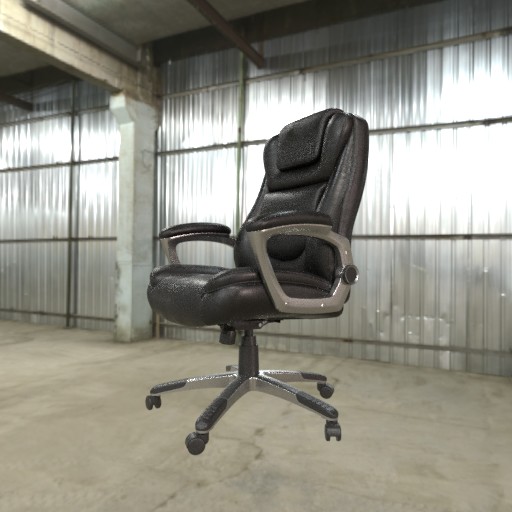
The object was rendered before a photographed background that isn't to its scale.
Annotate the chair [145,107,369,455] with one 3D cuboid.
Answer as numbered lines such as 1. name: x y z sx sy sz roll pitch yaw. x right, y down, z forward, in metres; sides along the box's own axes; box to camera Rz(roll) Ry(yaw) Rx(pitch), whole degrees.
1. chair: 0.000 0.000 1.521 0.689 1.075 0.697 0 0 -36
